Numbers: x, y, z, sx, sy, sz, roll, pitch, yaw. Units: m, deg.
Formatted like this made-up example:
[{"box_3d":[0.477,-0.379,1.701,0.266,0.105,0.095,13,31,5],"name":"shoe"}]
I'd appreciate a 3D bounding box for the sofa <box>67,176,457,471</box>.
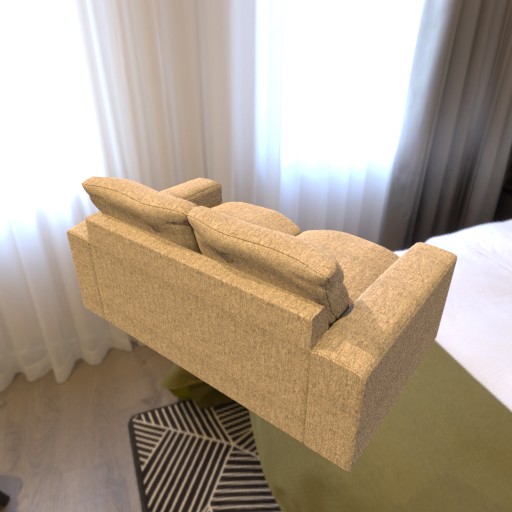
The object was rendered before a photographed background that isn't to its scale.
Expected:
[{"box_3d":[0.000,0.000,2.345,1.758,0.877,1.094,21,36,32],"name":"sofa"}]
